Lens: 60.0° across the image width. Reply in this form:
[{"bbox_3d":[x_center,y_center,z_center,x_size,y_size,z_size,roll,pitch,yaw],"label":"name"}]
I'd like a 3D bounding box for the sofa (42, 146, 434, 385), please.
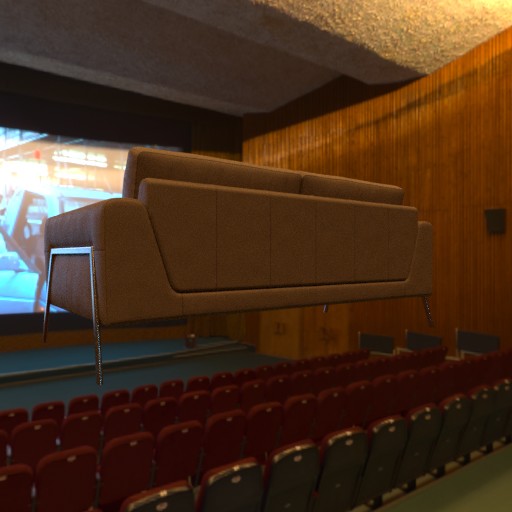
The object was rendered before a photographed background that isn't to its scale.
[{"bbox_3d":[0.000,0.000,2.474,2.017,0.875,0.953,0,0,-37],"label":"sofa"}]
